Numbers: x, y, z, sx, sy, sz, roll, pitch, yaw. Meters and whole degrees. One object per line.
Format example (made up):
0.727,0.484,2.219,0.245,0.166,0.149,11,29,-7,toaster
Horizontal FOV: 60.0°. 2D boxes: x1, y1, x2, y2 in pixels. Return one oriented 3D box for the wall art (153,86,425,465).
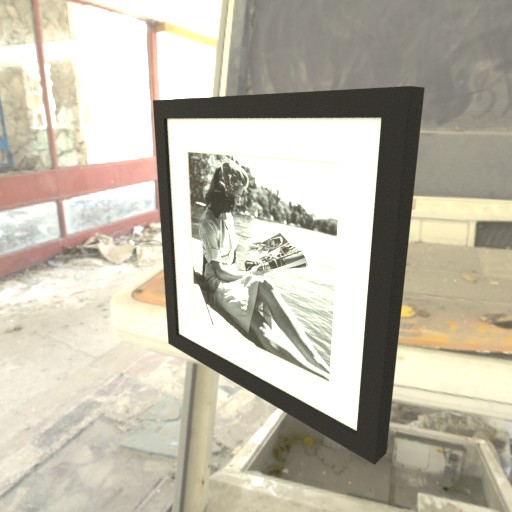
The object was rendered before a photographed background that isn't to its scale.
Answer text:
0.000,0.000,0.671,0.462,0.458,0.030,16,23,42,wall art
